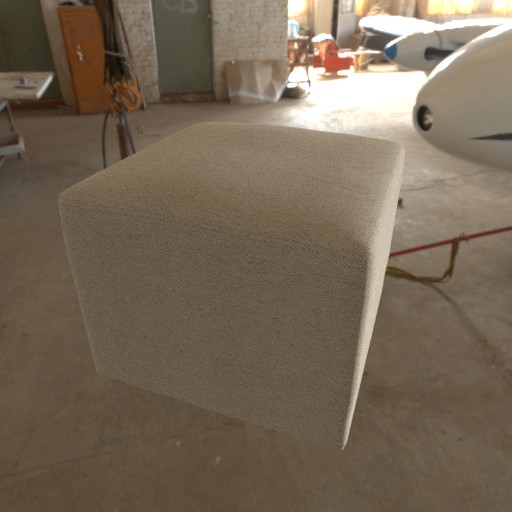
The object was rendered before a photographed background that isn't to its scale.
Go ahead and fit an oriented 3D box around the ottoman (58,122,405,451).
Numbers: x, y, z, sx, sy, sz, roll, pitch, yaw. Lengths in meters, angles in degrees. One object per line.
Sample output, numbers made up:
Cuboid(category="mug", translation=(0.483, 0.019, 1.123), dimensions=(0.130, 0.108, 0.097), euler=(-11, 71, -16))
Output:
Cuboid(category="ottoman", translation=(0.000, 0.000, 0.925), dimensions=(0.512, 0.453, 0.521), euler=(11, 32, 18))
